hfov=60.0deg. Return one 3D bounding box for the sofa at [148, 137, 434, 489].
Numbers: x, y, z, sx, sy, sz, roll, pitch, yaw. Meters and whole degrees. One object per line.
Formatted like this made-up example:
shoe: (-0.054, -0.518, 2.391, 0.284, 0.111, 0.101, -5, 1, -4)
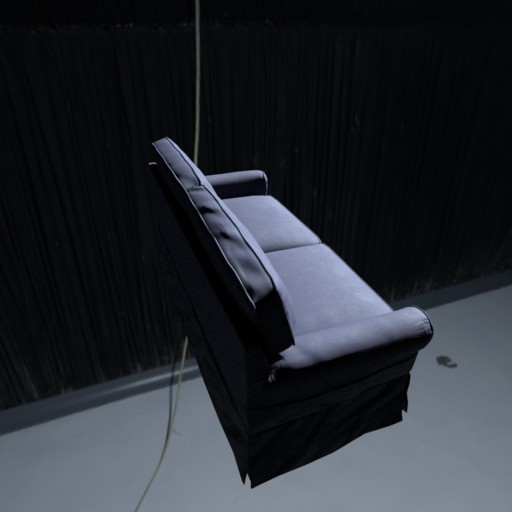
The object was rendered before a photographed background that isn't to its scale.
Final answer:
sofa: (0.000, 0.000, 2.819, 0.983, 1.094, 2.256, -11, 32, -18)
